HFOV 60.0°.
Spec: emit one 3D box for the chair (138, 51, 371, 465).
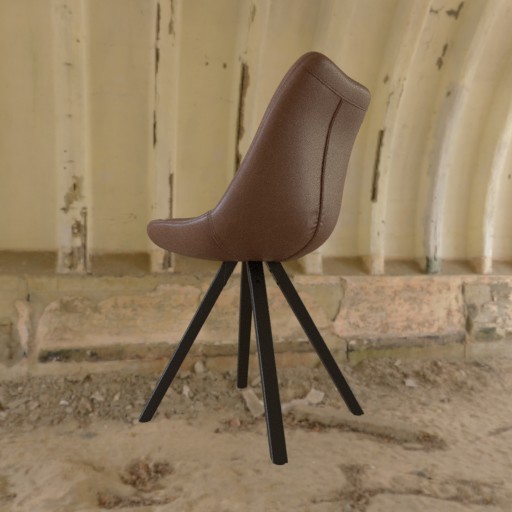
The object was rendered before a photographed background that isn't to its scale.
[{"bbox_3d":[0.000,0.000,1.177,0.550,0.850,0.475,-1,-2,38],"label":"chair"}]
